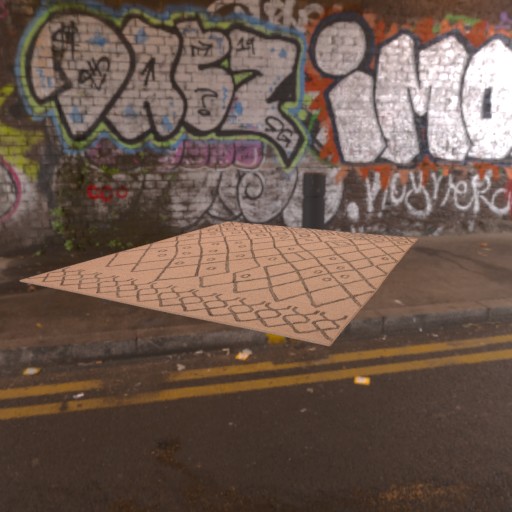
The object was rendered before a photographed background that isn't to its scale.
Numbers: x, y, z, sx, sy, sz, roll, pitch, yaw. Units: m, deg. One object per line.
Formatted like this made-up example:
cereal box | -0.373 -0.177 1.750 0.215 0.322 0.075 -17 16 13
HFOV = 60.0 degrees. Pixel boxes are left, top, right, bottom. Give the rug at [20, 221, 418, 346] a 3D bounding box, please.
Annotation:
rug | 0.000 0.000 4.112 2.446 0.015 3.046 7 16 27
